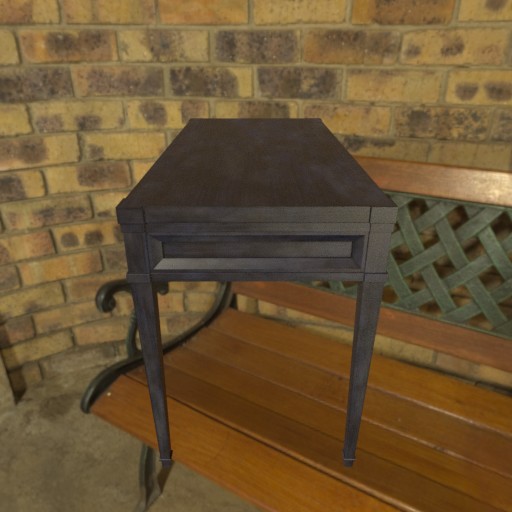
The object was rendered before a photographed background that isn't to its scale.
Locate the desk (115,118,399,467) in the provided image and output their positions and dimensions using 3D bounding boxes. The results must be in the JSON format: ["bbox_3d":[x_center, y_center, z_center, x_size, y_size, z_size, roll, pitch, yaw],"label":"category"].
[{"bbox_3d":[0.000,0.000,1.750,0.630,0.861,1.289,0,26,0],"label":"desk"}]
